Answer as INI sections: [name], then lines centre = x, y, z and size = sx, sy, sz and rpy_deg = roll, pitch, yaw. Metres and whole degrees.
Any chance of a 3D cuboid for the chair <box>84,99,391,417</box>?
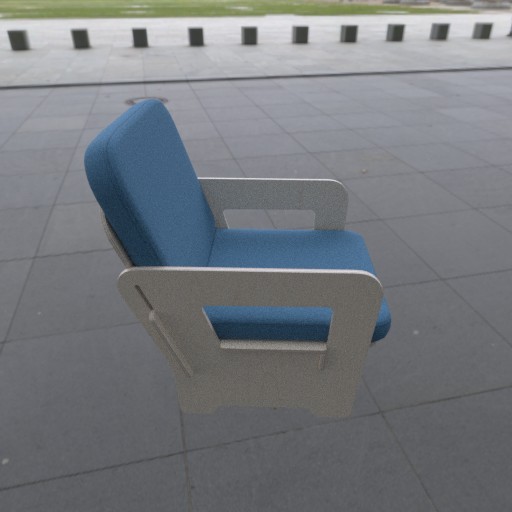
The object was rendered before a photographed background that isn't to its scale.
[chair]
centre = 0.000, 0.000, 1.195
size = 0.657, 0.747, 0.547
rpy_deg = 1, 31, 2
